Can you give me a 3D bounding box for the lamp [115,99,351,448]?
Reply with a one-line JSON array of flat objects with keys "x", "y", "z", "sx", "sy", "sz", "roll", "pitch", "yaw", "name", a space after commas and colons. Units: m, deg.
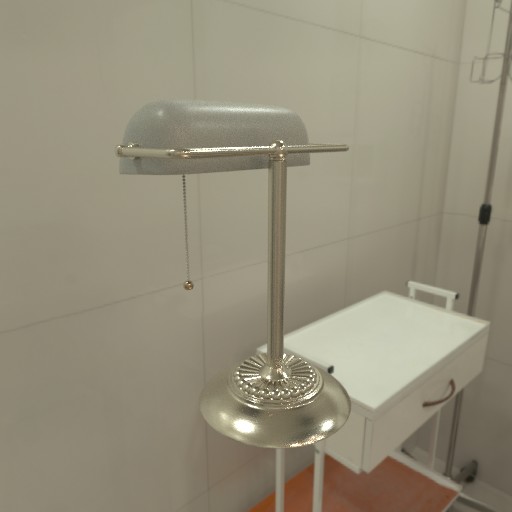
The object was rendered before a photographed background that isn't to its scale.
[{"x": 0.000, "y": 0.000, "z": 0.507, "sx": 0.264, "sy": 0.339, "sz": 0.243, "roll": -15, "pitch": 21, "yaw": -42, "name": "lamp"}]
